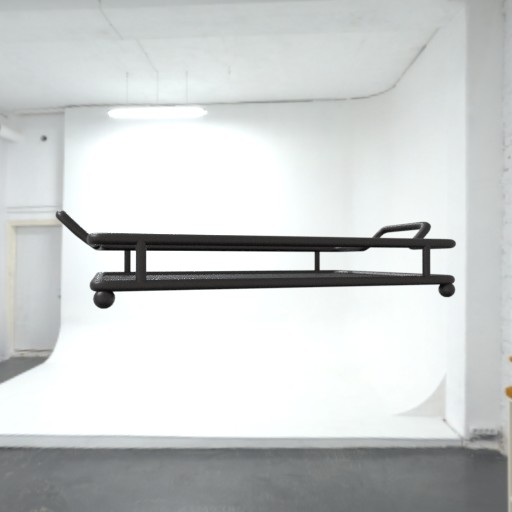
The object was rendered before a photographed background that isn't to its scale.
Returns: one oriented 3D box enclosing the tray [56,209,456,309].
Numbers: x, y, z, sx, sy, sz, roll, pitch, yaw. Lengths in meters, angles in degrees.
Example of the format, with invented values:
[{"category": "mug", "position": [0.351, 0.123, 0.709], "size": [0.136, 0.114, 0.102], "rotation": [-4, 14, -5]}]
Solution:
[{"category": "tray", "position": [0.000, 0.000, 0.607], "size": [0.495, 0.101, 0.297], "rotation": [0, -1, -19]}]
